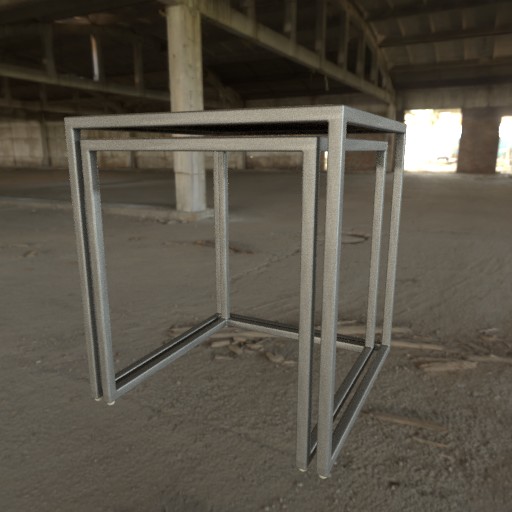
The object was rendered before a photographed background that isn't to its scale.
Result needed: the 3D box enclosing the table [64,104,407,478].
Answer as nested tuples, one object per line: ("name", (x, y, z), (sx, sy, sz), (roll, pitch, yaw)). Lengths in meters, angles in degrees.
("table", (0.000, 0.000, 0.848), (0.450, 0.500, 0.449), (7, 15, 26))
